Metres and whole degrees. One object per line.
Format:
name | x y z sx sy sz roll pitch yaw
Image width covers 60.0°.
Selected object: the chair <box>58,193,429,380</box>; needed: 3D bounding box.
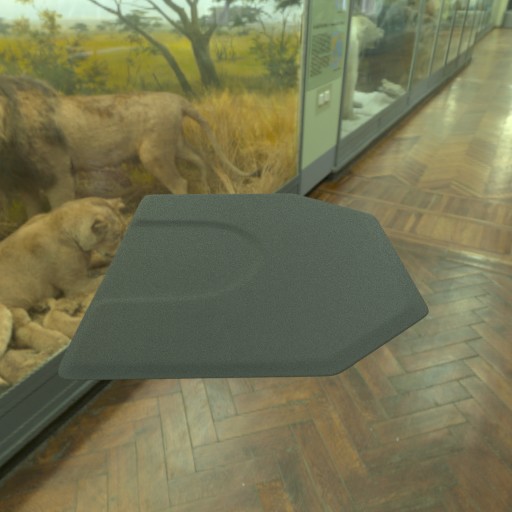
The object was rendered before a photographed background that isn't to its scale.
chair | 0.000 0.000 1.887 1.219 0.024 1.372 -1 31 -1
